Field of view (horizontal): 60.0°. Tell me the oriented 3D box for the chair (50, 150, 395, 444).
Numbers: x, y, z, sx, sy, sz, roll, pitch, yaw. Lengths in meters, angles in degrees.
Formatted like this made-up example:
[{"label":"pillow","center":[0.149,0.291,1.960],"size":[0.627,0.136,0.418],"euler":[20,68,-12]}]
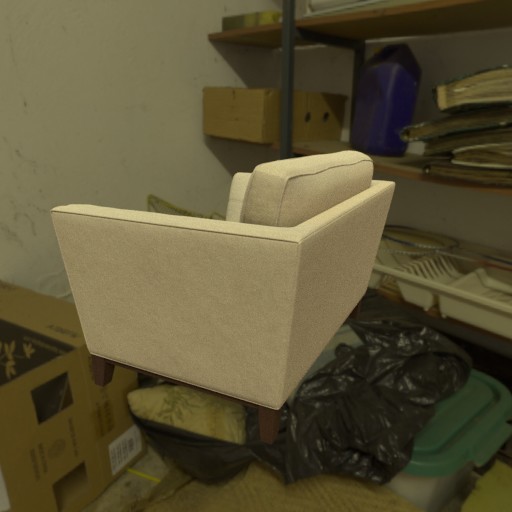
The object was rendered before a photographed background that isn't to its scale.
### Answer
[{"label":"chair","center":[0.000,0.000,2.051],"size":[0.965,0.940,1.397],"euler":[8,18,26]}]
